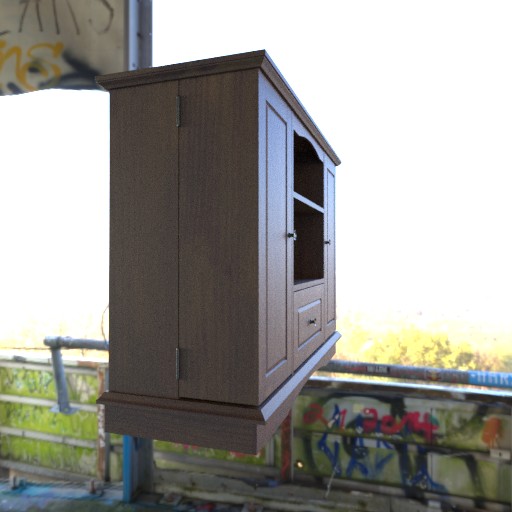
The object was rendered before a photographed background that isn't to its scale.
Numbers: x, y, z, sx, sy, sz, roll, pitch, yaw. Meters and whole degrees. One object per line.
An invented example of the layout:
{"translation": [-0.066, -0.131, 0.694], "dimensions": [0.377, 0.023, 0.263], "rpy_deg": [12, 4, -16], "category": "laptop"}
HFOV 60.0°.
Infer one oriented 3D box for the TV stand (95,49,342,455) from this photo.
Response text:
{"translation": [0.000, 0.000, 1.443], "dimensions": [0.406, 0.813, 1.067], "rpy_deg": [0, 0, 19], "category": "TV stand"}
